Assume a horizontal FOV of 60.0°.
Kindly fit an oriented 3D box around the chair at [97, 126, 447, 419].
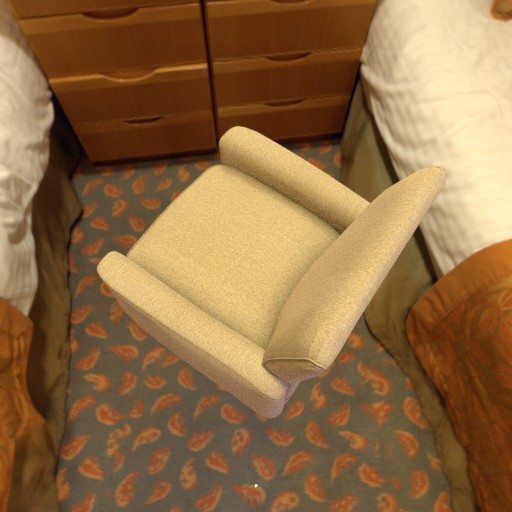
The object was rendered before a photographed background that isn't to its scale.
[{"bbox_3d":[0.000,0.000,1.627,0.864,1.014,0.848,32,67,15],"label":"chair"}]
